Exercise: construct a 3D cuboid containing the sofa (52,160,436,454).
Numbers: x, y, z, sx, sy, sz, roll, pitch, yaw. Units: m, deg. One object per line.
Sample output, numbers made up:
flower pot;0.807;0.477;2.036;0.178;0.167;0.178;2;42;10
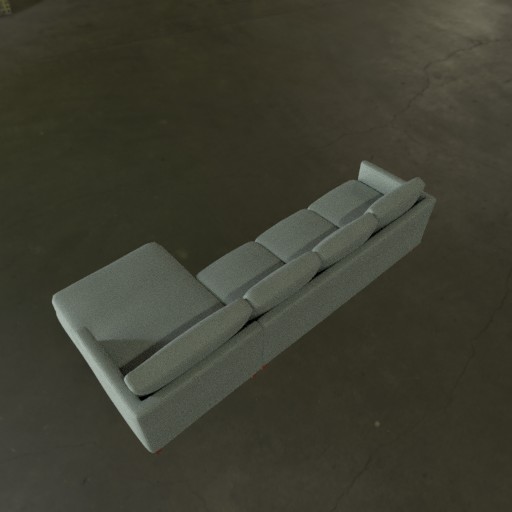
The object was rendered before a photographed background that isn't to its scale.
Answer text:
sofa;0.000;0.000;4.227;3.471;0.950;1.604;-32;54;-27
